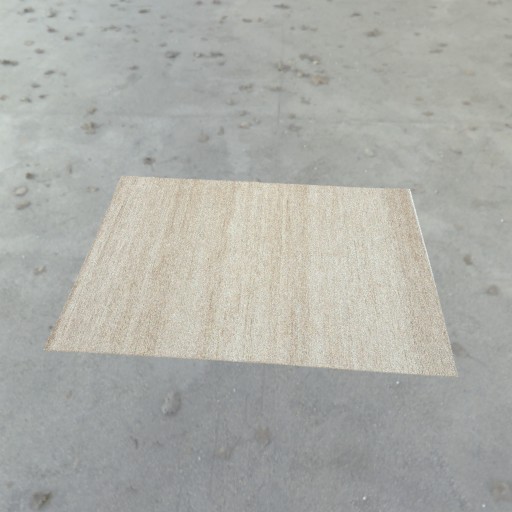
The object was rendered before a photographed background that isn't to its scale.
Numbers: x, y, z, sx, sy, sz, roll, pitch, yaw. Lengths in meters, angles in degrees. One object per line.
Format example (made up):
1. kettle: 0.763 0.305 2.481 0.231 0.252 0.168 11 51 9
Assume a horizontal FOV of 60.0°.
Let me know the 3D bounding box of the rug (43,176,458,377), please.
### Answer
1. rug: 0.000 0.000 2.946 2.283 0.030 1.596 3 47 3
